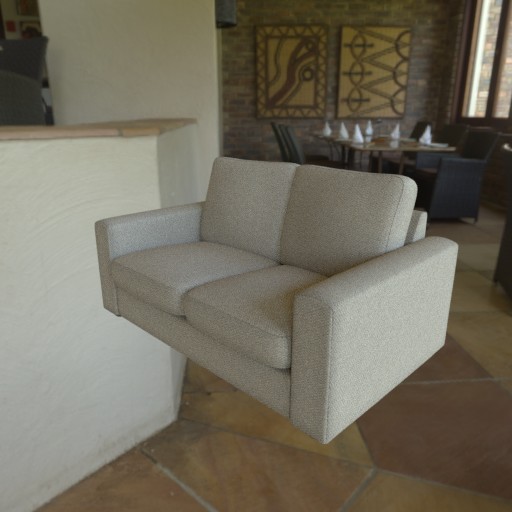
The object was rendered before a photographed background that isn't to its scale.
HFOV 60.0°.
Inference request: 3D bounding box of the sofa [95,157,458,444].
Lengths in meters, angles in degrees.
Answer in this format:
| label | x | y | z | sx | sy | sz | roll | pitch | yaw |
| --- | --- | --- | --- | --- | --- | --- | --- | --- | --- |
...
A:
| label | x | y | z | sx | sy | sz | roll | pitch | yaw |
| --- | --- | --- | --- | --- | --- | --- | --- | --- | --- |
| sofa | 0.000 | 0.000 | 2.255 | 1.616 | 0.873 | 1.016 | 17 | 25 | 42 |
